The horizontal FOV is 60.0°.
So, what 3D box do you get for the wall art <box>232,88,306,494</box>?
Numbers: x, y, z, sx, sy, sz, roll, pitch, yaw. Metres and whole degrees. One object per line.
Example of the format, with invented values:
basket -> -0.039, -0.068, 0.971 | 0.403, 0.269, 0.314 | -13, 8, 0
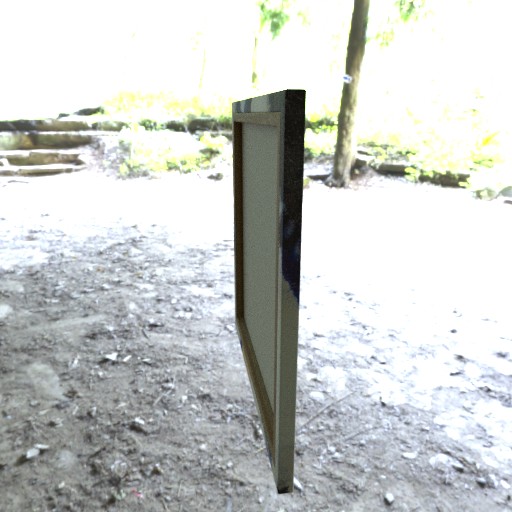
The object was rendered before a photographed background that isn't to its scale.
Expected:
wall art -> 0.000, 0.000, 1.315 | 0.038, 0.885, 0.887 | -3, 18, -9
